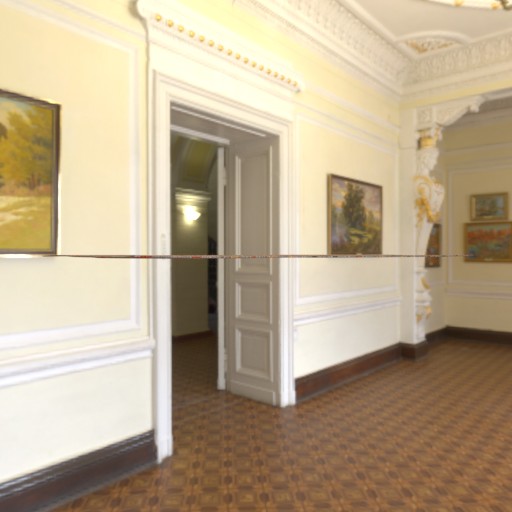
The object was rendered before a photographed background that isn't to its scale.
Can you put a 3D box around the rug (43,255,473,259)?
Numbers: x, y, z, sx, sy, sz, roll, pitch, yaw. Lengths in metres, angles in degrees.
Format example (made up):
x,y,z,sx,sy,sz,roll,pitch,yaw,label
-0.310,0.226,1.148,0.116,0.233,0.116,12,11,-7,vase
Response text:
x,y,z,sx,sy,sz,roll,pitch,yaw,label
0.000,0.000,3.864,3.029,0.022,2.263,0,0,-36,rug
